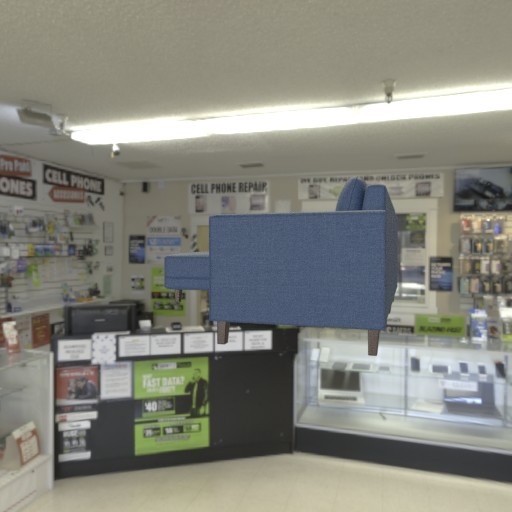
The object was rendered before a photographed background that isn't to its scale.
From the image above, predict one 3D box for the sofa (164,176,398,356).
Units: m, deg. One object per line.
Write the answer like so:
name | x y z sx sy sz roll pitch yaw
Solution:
sofa | 0.000 0.000 3.070 1.829 0.787 2.120 0 1 19
